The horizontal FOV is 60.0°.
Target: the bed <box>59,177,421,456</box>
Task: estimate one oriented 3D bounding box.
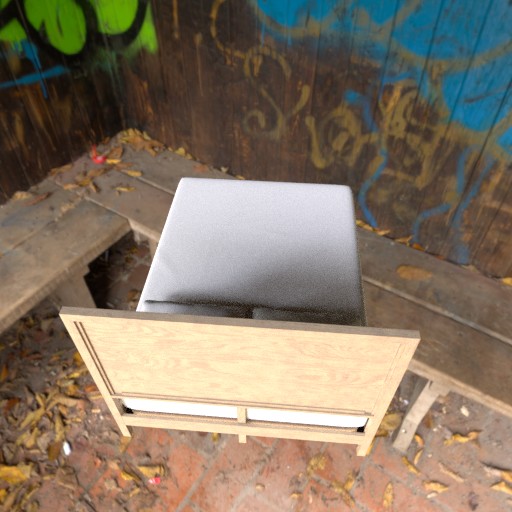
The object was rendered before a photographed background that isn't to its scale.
[{"bbox_3d":[0.000,0.000,3.206,1.606,1.369,2.189,3,46,3],"label":"bed"}]
